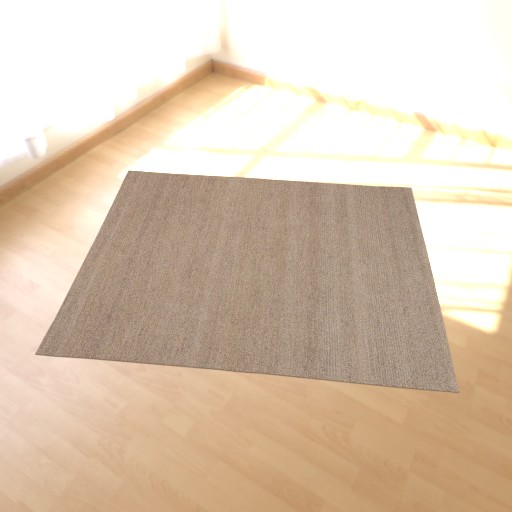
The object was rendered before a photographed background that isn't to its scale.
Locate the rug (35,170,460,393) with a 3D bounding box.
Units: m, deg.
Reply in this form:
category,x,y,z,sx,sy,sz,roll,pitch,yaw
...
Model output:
category,x,y,z,sx,sy,sz,roll,pitch,yaw
rug,0.000,0.000,4.183,3.245,0.046,2.467,4,46,4
